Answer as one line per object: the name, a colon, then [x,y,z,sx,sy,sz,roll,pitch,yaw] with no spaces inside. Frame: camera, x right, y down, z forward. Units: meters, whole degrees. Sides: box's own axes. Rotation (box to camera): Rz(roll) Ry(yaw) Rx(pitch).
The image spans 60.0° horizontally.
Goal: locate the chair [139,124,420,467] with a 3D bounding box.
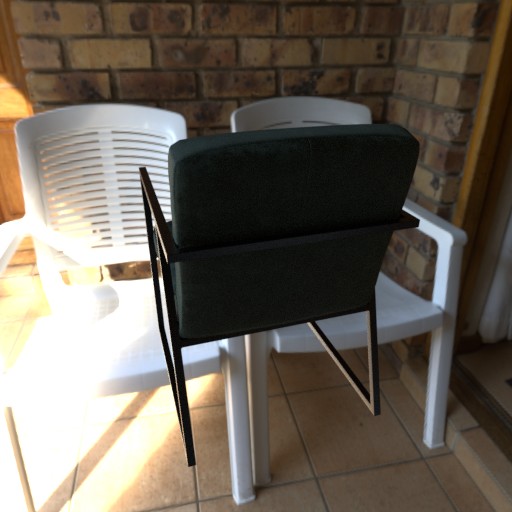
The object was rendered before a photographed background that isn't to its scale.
chair: [0.000,0.000,1.292,0.571,0.833,0.677,-8,28,-16]
